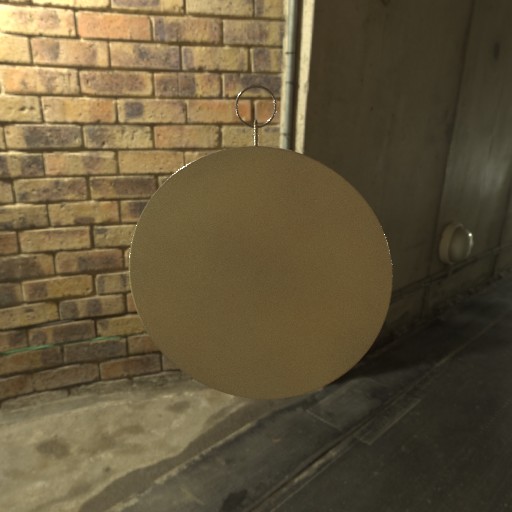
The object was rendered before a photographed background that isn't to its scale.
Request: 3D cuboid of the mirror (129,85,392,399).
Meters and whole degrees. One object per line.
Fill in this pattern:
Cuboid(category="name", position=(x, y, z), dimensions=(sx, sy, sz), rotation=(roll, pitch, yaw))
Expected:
Cuboid(category="mirror", position=(0.000, 0.000, 0.987), dimensions=(0.594, 0.713, 0.020), rotation=(2, 15, 7))
